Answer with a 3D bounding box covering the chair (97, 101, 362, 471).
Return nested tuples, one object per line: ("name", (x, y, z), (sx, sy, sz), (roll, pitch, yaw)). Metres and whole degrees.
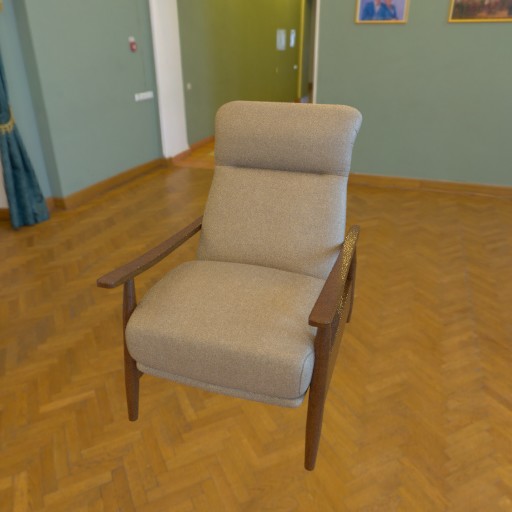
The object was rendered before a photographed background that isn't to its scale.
("chair", (0.000, 0.000, 1.801), (0.762, 1.082, 1.030), (8, 27, 16))
